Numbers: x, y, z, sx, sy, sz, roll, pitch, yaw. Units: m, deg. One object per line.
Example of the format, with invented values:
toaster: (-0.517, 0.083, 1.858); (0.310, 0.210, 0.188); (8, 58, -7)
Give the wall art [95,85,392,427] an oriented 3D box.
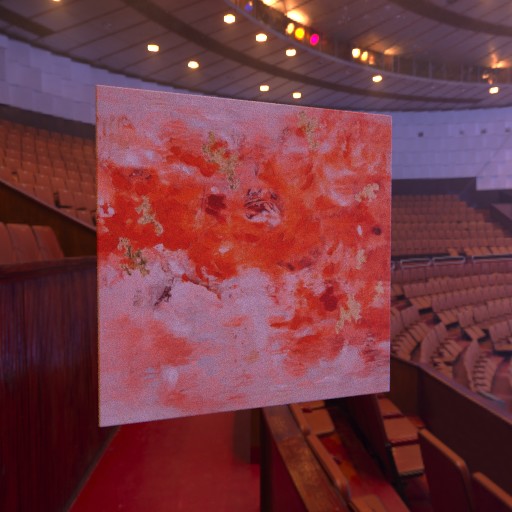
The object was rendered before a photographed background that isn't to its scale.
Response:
wall art: (0.000, 0.000, 1.109); (0.747, 0.746, 0.064); (-1, 2, -18)
